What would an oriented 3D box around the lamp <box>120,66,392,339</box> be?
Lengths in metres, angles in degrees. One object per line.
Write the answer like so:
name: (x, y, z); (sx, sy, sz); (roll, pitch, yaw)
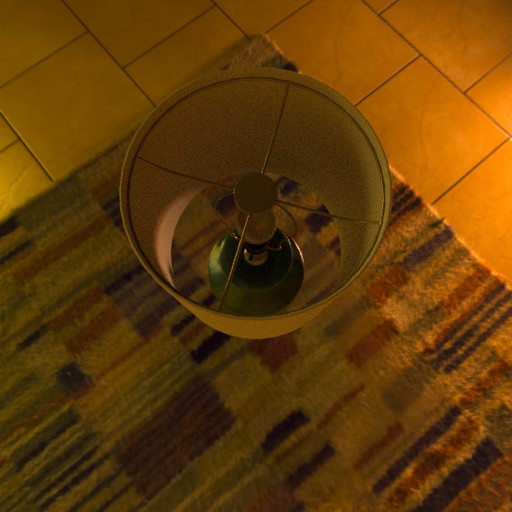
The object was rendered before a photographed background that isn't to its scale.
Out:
lamp: (0.000, 0.000, 0.563); (0.211, 0.455, 0.211); (29, 78, 7)
